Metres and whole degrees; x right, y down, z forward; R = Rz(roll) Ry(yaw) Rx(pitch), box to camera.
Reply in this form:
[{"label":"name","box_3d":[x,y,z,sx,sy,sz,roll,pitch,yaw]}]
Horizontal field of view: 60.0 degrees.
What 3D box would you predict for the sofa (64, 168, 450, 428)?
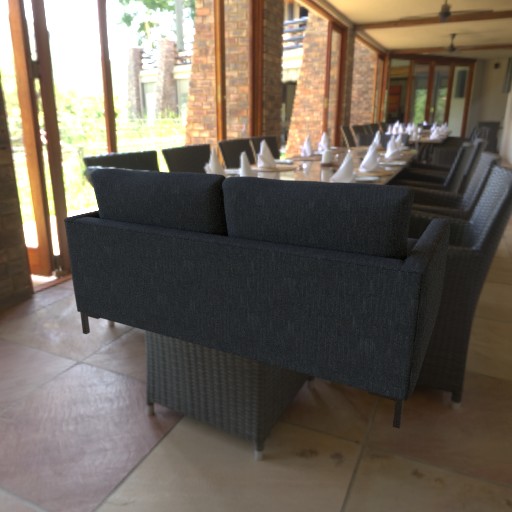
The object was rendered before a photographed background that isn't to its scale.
[{"label":"sofa","box_3d":[0.000,0.000,2.214,1.716,0.862,0.866,9,19,26]}]
